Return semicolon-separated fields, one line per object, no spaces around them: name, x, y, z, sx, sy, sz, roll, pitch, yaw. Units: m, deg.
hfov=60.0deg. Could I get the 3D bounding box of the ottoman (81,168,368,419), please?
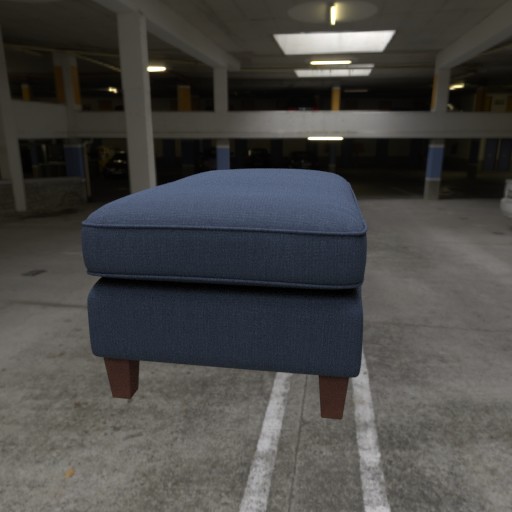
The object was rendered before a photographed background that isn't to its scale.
ottoman;0.000;0.000;1.241;0.570;0.438;0.885;2;16;9
